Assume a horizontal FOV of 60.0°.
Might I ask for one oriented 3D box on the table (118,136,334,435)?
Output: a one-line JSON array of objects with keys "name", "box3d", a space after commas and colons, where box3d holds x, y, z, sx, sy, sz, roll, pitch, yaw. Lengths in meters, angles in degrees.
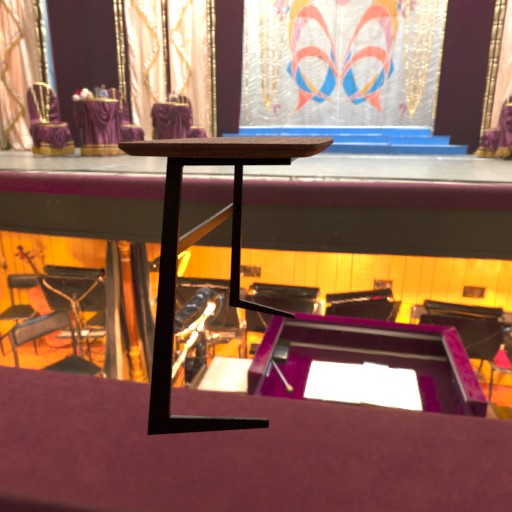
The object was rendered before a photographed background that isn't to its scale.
[{"name": "table", "box3d": [0.000, 0.000, 1.127, 0.361, 0.576, 0.804, 3, 16, 10]}]
